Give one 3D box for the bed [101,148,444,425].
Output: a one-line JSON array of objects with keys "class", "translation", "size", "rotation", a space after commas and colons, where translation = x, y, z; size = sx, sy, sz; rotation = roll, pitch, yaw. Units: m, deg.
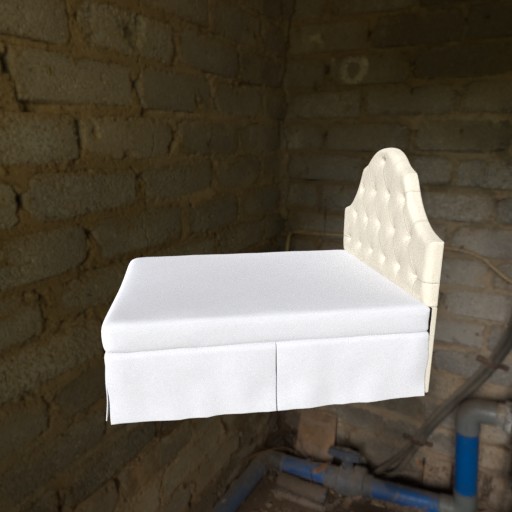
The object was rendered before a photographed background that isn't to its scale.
[{"class": "bed", "translation": [0.000, 0.000, 3.331], "size": [2.092, 1.575, 1.627], "rotation": [-2, 15, -9]}]
